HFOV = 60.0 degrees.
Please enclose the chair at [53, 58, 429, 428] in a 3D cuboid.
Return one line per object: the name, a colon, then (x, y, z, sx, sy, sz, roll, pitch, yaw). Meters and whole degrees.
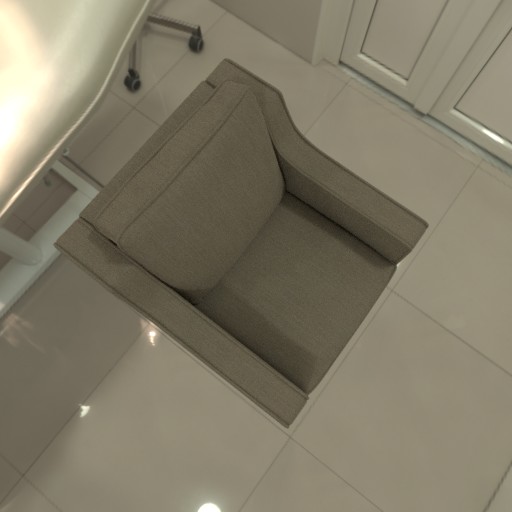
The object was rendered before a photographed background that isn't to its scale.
chair: (0.000, 0.000, 1.657, 0.909, 0.960, 0.831, 36, 78, 9)
